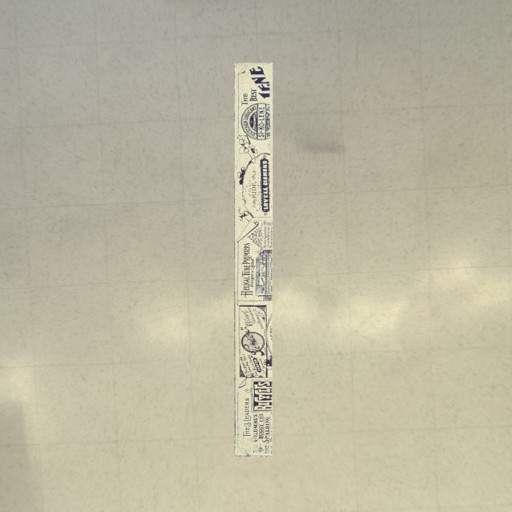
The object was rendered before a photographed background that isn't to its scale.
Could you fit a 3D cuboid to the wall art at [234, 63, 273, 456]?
[{"bbox_3d":[0.000,0.000,0.759,0.040,0.601,0.408,0,91,0],"label":"wall art"}]
